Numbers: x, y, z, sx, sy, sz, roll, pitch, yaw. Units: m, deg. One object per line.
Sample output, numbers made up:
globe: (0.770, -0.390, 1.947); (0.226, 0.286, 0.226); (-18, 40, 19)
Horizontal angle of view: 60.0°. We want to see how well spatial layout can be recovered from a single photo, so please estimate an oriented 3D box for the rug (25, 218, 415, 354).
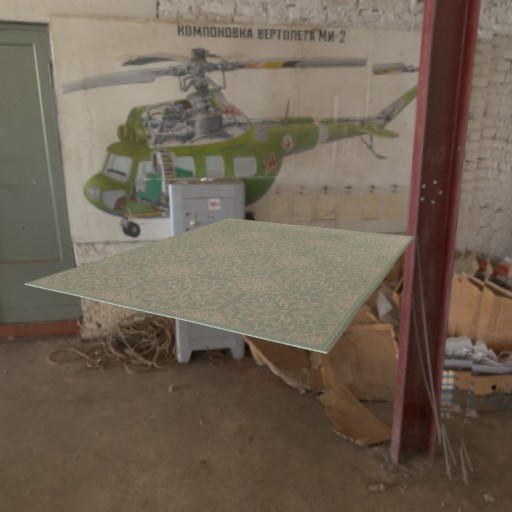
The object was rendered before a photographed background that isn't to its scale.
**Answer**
rug: (0.000, 0.000, 4.069); (2.363, 0.012, 2.980); (8, 17, 26)
